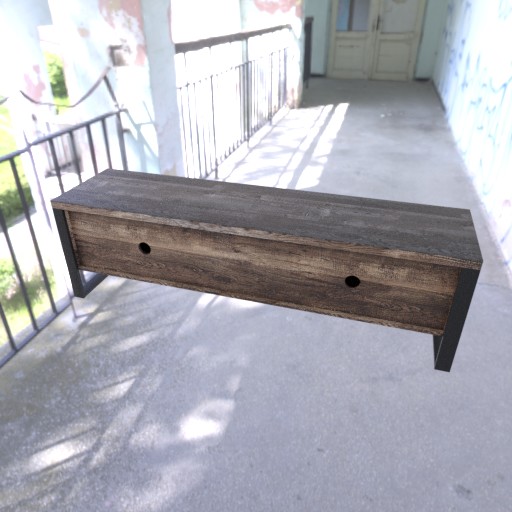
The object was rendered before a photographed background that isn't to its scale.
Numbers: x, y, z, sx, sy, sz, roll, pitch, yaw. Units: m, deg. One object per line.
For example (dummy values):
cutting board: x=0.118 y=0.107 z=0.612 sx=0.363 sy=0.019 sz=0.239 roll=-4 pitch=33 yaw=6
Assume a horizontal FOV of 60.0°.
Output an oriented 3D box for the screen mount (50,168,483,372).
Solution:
screen mount: x=0.000 y=0.000 z=1.776 sx=1.524 sy=0.450 sz=0.395 roll=9 pitch=32 yaw=15
